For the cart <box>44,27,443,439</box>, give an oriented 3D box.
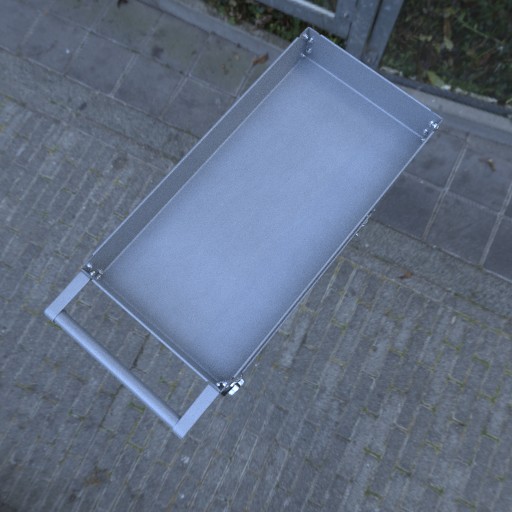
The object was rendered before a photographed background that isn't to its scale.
[{"bbox_3d":[0.000,0.000,1.169,0.366,0.719,0.779,39,79,9],"label":"cart"}]
